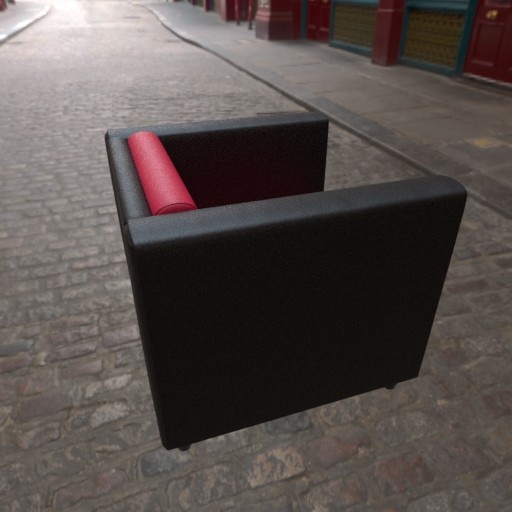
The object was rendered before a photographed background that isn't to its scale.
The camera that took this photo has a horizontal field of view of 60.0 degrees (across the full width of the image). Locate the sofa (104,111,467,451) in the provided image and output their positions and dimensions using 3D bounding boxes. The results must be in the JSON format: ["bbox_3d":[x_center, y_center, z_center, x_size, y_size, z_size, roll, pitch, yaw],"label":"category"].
[{"bbox_3d":[0.000,0.000,1.452,0.809,0.724,0.839,-10,33,-16],"label":"sofa"}]
